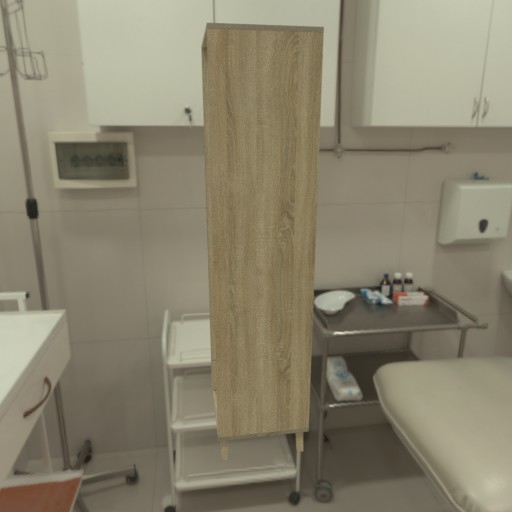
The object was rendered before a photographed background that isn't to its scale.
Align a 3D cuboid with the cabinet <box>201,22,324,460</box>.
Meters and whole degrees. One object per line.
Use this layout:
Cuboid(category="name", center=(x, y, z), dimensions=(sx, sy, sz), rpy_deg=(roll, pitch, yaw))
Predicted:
Cuboid(category="cabinet", center=(0.000, 0.000, 2.185), dimensions=(0.450, 1.960, 0.510), rpy_deg=(-3, 16, -9))
